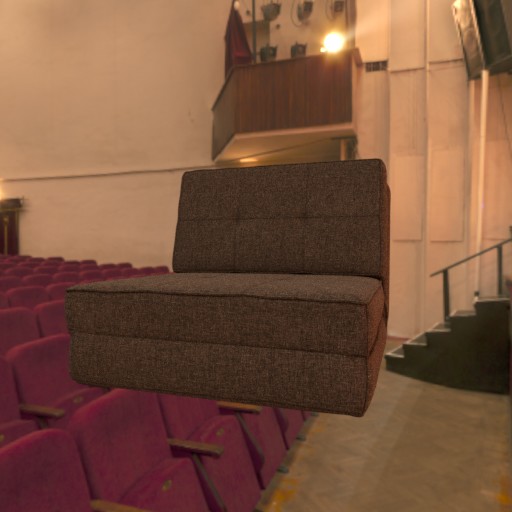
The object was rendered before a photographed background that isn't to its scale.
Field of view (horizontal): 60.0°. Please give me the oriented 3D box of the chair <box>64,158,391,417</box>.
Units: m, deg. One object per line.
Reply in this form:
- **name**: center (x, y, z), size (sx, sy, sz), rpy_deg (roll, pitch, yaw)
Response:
- **chair**: center (0.000, 0.000, 1.317), size (0.740, 0.615, 0.800), rpy_deg (0, 1, 19)
